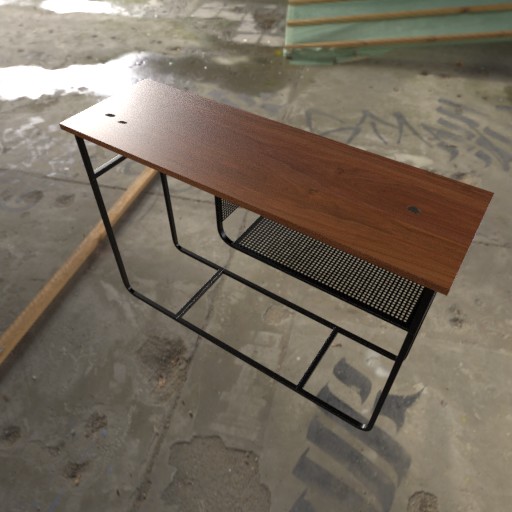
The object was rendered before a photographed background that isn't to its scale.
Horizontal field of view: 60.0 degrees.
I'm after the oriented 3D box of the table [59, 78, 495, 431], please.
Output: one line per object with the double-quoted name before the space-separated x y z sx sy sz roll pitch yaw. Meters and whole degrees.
"table" 0.000 0.000 1.410 1.100 0.750 0.350 25 51 23
